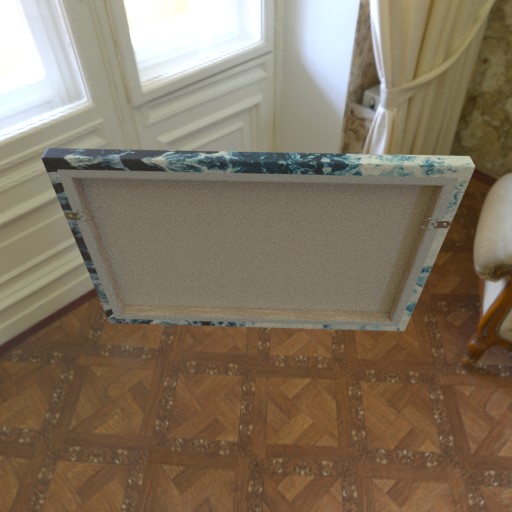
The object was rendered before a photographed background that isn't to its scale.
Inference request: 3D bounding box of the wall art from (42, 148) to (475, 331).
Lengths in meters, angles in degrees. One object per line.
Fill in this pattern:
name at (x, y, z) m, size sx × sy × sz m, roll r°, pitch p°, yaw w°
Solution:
wall art at (0.000, 0.000, 1.163) m, size 0.915 × 0.610 × 0.042 m, roll 1°, pitch 47°, yaw 1°
